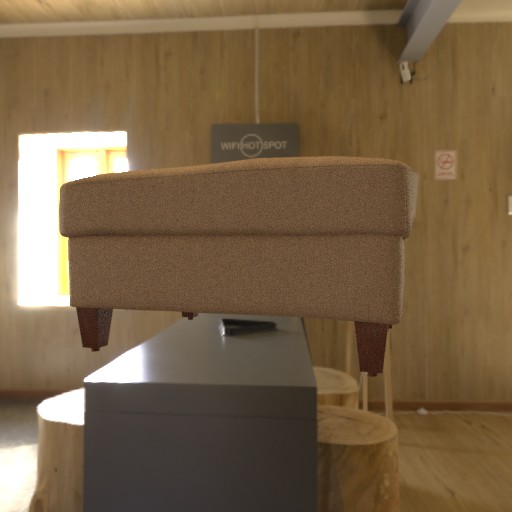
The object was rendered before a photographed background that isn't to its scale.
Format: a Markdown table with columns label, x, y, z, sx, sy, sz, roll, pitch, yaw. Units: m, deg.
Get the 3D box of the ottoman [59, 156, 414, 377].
| label | x | y | z | sx | sy | sz | roll | pitch | yaw |
| --- | --- | --- | --- | --- | --- | --- | --- | --- | --- |
| ottoman | 0.000 | 0.000 | 1.352 | 0.902 | 0.511 | 0.692 | 0 | 1 | 19 |
